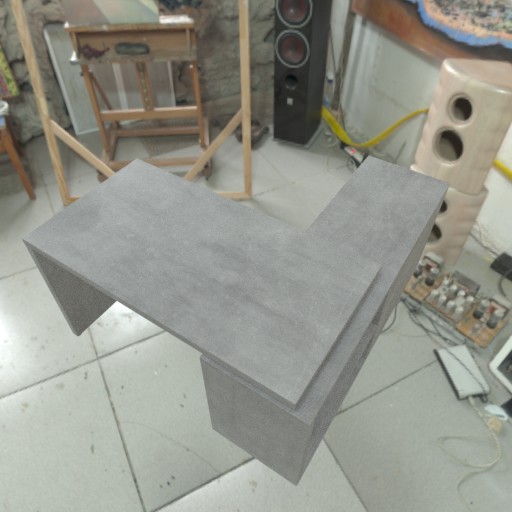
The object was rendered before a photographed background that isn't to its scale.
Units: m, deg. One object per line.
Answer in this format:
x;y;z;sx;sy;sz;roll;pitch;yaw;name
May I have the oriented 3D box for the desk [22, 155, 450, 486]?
0.000;0.000;2.320;1.400;0.740;1.500;26;52;22;desk
